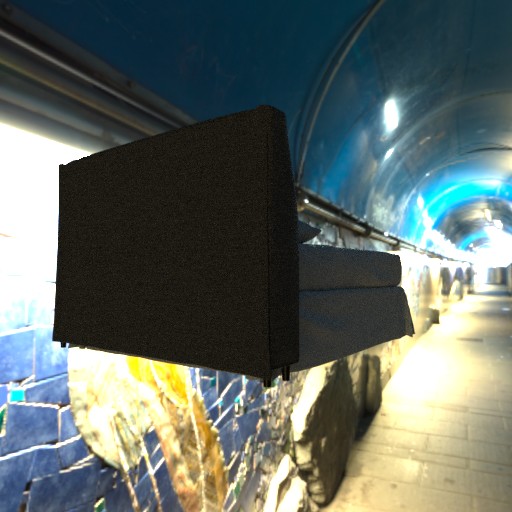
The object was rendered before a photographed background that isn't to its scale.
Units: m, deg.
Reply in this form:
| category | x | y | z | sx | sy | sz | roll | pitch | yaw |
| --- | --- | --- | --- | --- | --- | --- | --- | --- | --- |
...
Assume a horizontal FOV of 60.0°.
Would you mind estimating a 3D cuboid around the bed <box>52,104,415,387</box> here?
| category | x | y | z | sx | sy | sz | roll | pitch | yaw |
| --- | --- | --- | --- | --- | --- | --- | --- | --- | --- |
| bed | 0.000 | 0.000 | 3.482 | 1.925 | 1.332 | 2.276 | -2 | -3 | 38 |
